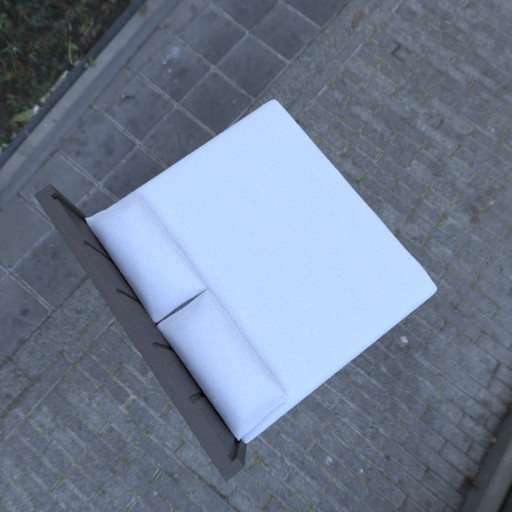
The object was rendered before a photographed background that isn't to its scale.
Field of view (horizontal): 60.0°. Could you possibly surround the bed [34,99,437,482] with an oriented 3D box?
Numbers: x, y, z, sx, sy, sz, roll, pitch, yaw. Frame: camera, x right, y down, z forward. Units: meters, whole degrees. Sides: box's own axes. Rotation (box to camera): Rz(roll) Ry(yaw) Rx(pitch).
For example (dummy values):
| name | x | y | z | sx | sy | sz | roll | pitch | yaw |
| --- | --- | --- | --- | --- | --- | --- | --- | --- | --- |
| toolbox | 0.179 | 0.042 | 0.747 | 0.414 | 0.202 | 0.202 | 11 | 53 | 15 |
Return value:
| name | x | y | z | sx | sy | sz | roll | pitch | yaw |
| --- | --- | --- | --- | --- | --- | --- | --- | --- | --- |
| bed | 0.000 | 0.000 | 3.433 | 2.012 | 1.270 | 2.134 | -36 | 79 | -8 |
